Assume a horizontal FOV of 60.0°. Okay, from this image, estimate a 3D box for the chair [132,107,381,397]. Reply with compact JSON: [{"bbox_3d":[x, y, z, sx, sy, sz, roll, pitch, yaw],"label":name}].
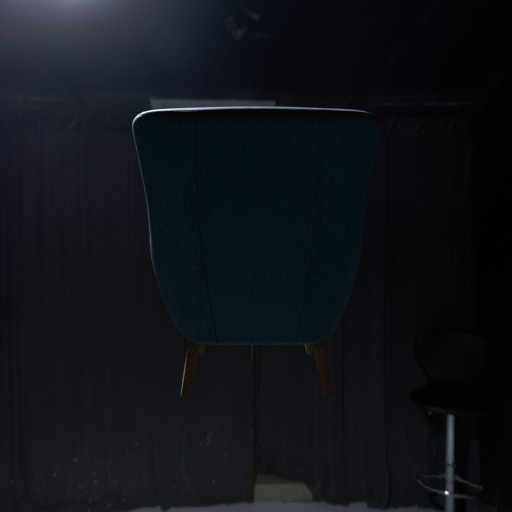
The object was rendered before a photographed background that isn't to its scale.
[{"bbox_3d":[0.000,0.000,1.658,0.890,0.889,0.889,0,1,0],"label":"chair"}]
